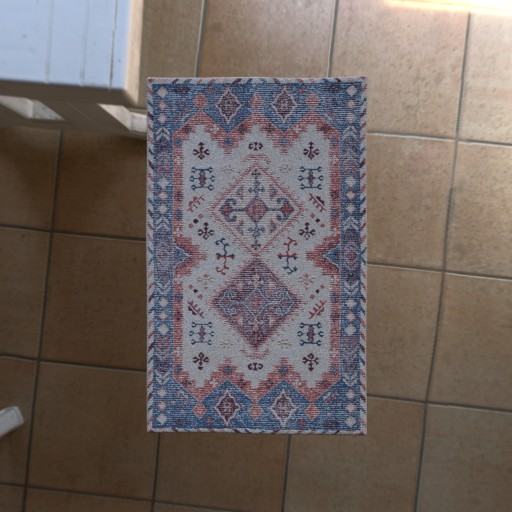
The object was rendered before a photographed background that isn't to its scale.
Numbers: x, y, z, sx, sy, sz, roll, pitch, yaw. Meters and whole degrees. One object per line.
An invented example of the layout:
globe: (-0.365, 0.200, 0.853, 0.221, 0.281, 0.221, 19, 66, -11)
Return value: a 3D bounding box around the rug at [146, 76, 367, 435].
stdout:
rug: (0.000, 0.000, 3.053, 1.521, 0.023, 2.464, 0, 91, 1)
